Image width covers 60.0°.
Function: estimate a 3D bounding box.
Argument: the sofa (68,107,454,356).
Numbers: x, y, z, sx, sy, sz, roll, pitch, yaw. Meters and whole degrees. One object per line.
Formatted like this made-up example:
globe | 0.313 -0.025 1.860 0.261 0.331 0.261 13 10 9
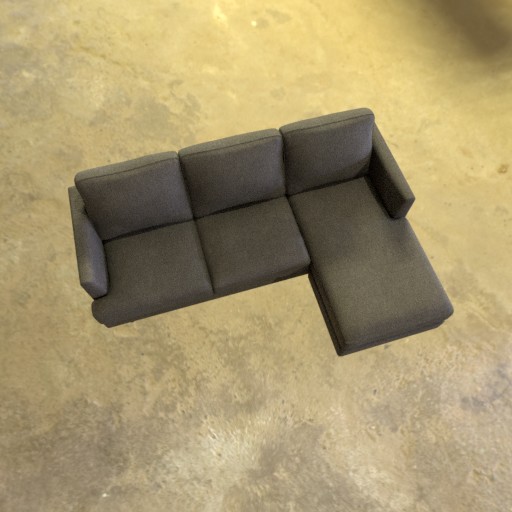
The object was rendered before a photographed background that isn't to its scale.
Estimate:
sofa | 0.000 0.000 2.991 2.233 0.956 1.504 -15 64 -7
